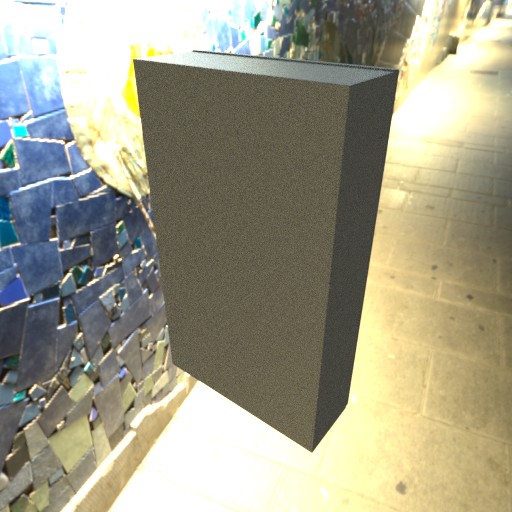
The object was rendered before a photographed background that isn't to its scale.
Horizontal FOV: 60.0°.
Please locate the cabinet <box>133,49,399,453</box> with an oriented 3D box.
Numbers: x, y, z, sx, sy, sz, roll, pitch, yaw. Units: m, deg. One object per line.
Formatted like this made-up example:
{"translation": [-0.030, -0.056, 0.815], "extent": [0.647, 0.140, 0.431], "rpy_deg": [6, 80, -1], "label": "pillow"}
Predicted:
{"translation": [0.000, 0.000, 2.680], "extent": [1.250, 2.160, 0.480], "rpy_deg": [22, 37, 32], "label": "cabinet"}
